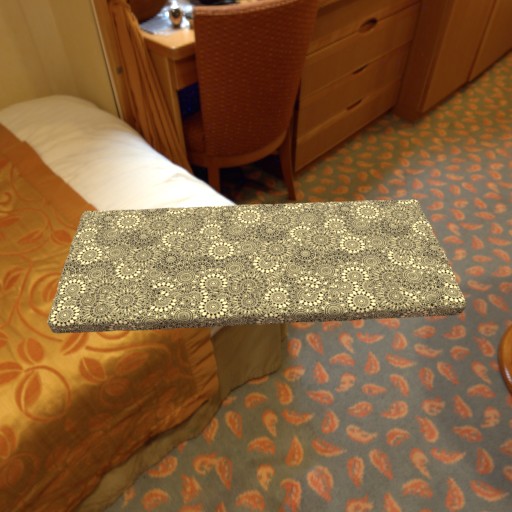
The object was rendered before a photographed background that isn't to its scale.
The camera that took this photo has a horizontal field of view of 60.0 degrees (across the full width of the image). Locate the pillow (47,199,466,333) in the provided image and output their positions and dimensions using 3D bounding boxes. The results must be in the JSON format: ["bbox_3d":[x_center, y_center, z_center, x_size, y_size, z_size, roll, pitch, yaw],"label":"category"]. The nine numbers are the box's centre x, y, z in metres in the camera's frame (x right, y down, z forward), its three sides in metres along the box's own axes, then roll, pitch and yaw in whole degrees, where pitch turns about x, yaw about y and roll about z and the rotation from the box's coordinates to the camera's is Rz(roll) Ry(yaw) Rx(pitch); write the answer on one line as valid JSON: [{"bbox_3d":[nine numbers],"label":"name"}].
[{"bbox_3d":[0.000,0.000,1.379,1.187,0.081,0.492,-2,47,-2],"label":"pillow"}]
